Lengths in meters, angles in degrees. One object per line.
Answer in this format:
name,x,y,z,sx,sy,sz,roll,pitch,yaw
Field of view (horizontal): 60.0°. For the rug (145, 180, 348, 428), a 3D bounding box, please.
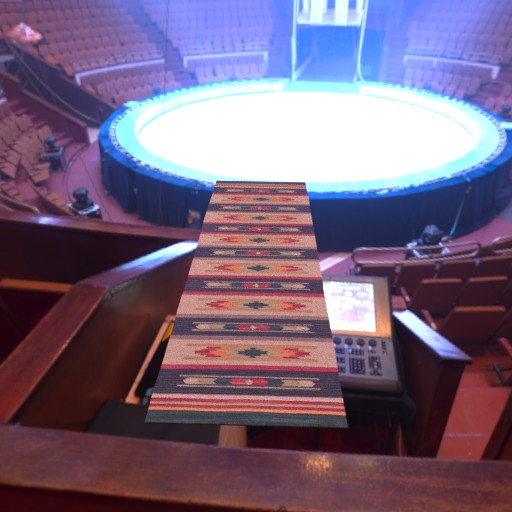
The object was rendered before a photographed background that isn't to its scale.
rug,0.000,0.000,2.687,0.760,0.009,2.440,1,31,2
